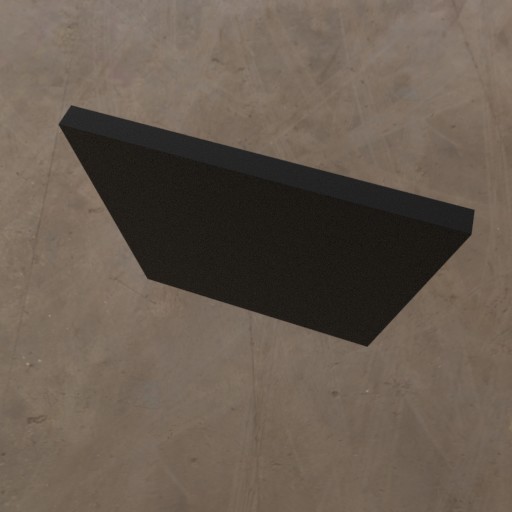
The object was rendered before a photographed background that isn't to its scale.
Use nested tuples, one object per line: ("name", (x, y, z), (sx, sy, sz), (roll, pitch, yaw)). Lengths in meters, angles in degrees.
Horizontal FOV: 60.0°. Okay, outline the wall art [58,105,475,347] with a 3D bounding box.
("wall art", (0.000, 0.000, 0.686), (0.462, 0.458, 0.030), (16, 66, 8))
